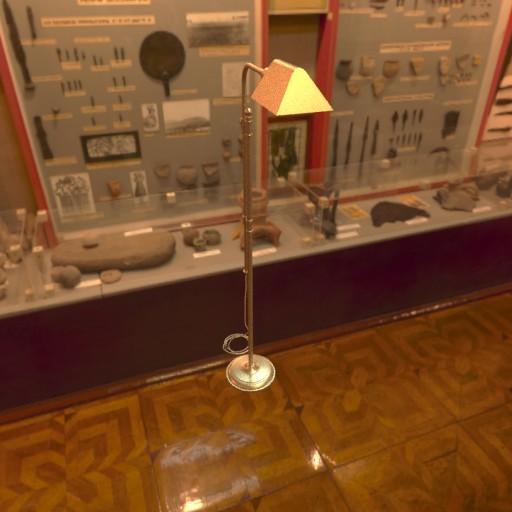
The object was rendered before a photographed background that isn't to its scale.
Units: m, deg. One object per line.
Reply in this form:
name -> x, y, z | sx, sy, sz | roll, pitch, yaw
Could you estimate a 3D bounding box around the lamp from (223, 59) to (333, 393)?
lamp -> 0.000, 0.000, 1.852 | 0.256, 1.571, 0.813 | -10, 34, -16
